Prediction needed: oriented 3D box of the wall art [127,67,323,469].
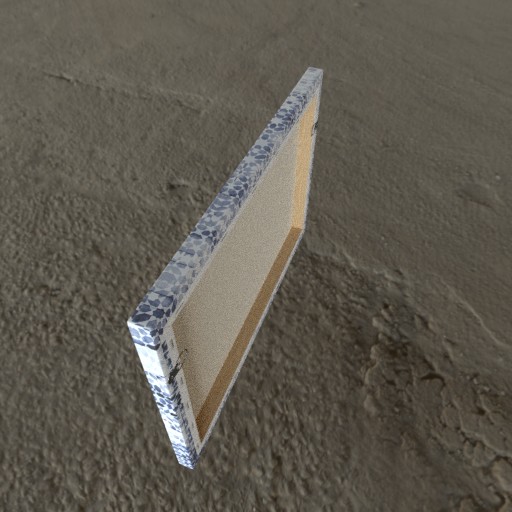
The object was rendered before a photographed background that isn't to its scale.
[{"bbox_3d":[0.000,0.000,0.768,0.030,0.406,0.608,16,49,15],"label":"wall art"}]
